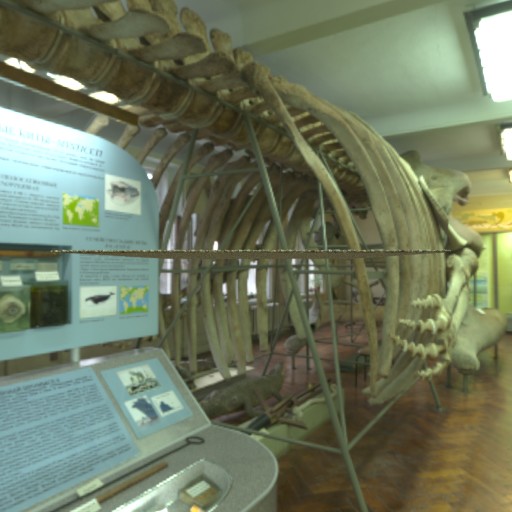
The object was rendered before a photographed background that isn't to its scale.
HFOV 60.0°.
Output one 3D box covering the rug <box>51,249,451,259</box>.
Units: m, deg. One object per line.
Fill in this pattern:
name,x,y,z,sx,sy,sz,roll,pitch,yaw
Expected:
rug,0.000,0.000,4.301,2.431,0.017,3.291,0,-1,1
